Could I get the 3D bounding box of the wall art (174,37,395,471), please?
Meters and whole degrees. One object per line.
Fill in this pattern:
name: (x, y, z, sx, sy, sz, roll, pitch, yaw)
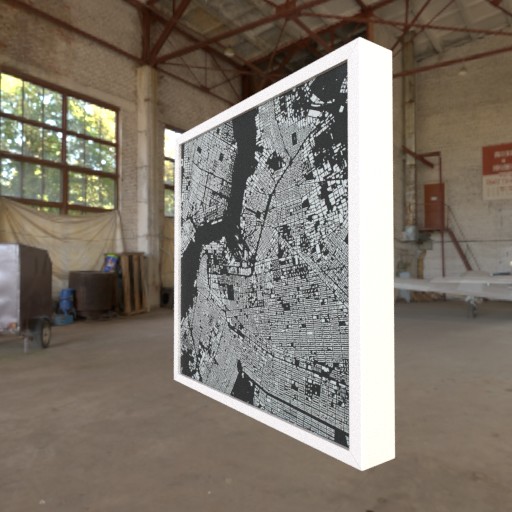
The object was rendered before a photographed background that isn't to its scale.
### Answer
wall art: (0.000, 0.000, 0.446, 0.037, 0.305, 0.305, 1, -2, -35)
